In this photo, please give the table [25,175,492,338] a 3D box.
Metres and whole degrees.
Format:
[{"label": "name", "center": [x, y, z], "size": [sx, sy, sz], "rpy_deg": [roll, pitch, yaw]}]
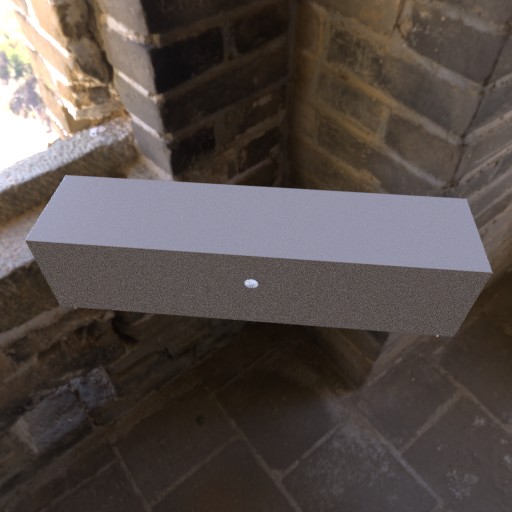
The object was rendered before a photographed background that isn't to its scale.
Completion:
[{"label": "table", "center": [0.000, 0.000, 1.843], "size": [1.650, 0.420, 0.390], "rpy_deg": [4, 48, 4]}]
